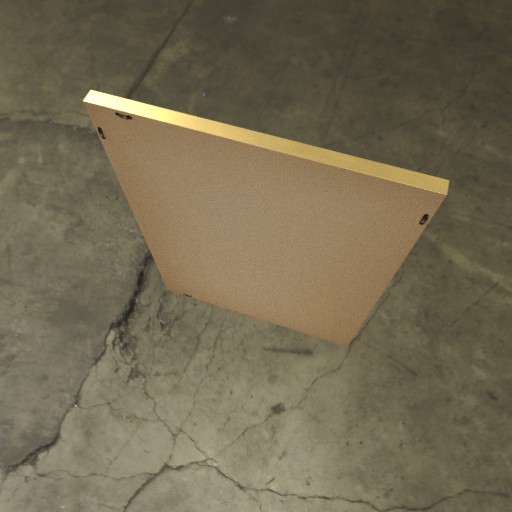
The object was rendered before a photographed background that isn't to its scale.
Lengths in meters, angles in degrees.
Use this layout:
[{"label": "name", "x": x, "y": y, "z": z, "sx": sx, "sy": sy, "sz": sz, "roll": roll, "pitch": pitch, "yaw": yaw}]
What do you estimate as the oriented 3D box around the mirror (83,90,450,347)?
[{"label": "mirror", "x": 0.000, "y": 0.000, "z": 1.339, "sx": 0.762, "sy": 1.016, "sz": 0.040, "roll": 16, "pitch": 64, "yaw": 8}]
